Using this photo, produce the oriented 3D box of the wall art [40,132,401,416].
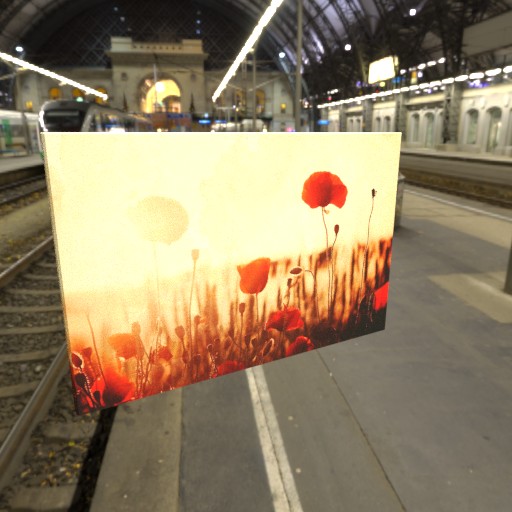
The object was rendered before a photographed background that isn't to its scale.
[{"bbox_3d":[0.000,0.000,1.122,0.918,0.602,0.038,-8,18,-28],"label":"wall art"}]
